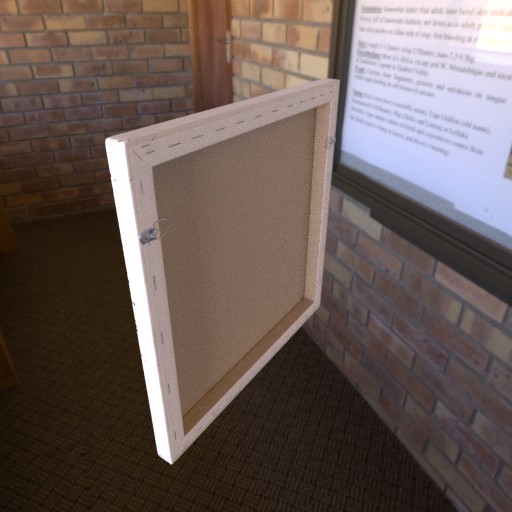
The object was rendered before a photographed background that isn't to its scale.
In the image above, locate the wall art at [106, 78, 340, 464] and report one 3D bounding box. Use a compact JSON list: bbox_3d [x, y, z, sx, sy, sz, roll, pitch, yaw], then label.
[{"bbox_3d":[0.000,0.000,0.908,0.040,0.611,0.610,19,35,29],"label":"wall art"}]
